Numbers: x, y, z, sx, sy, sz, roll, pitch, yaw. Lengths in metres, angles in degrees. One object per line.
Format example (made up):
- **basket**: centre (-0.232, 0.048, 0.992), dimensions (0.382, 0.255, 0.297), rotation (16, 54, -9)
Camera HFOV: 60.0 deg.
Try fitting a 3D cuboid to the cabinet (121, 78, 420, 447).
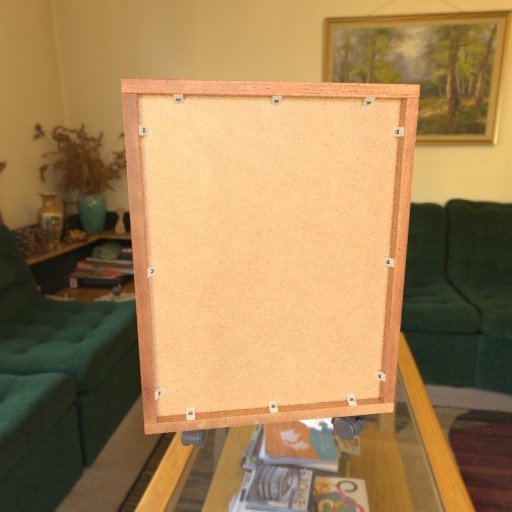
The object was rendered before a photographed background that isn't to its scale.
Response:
- **cabinet**: centre (0.000, 0.000, 0.856), dimensions (0.409, 0.579, 0.401), rotation (-2, 14, -8)
